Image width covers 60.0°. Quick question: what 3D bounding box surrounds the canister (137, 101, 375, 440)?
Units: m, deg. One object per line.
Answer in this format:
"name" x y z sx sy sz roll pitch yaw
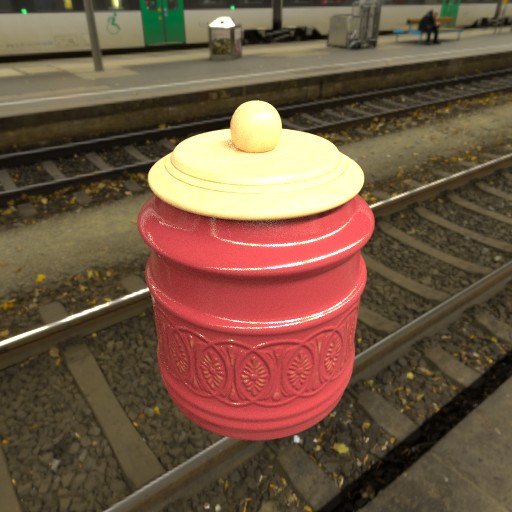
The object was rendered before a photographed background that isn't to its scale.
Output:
"canister" 0.000 0.000 0.263 0.130 0.176 0.130 0 30 0
